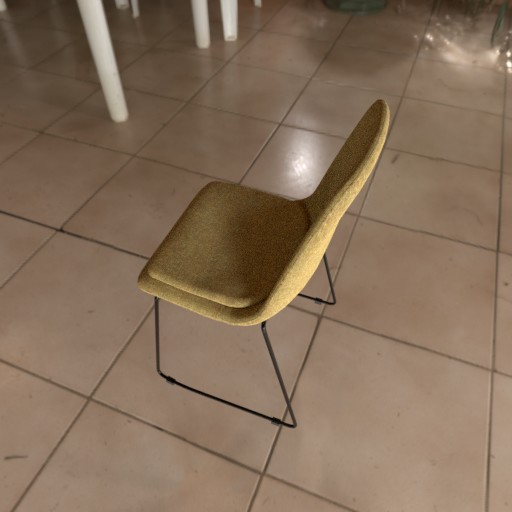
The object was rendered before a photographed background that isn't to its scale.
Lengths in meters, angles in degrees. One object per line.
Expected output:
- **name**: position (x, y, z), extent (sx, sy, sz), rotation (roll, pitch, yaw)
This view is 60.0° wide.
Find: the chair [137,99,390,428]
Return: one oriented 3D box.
- **chair**: position (0.000, 0.000, 1.157), extent (0.496, 0.849, 0.479), rotation (16, 50, 14)
